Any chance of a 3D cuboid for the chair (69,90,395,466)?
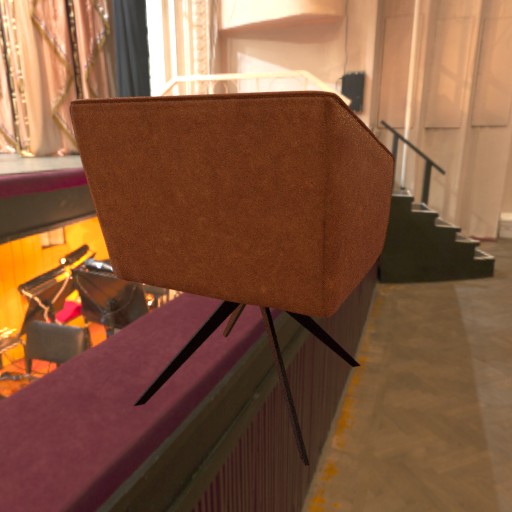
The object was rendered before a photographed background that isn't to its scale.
[{"bbox_3d":[0.000,0.000,1.166,0.588,0.760,0.625,8,18,25],"label":"chair"}]
